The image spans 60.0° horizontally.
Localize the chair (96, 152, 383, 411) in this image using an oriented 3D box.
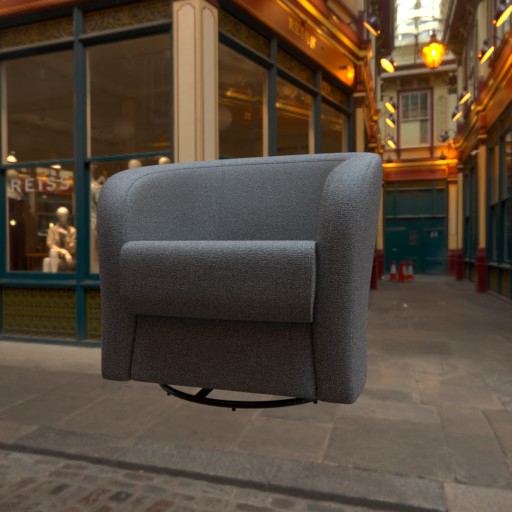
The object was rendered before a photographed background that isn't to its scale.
[{"bbox_3d":[0.000,0.000,1.442,0.791,0.771,0.815,0,2,17],"label":"chair"}]
